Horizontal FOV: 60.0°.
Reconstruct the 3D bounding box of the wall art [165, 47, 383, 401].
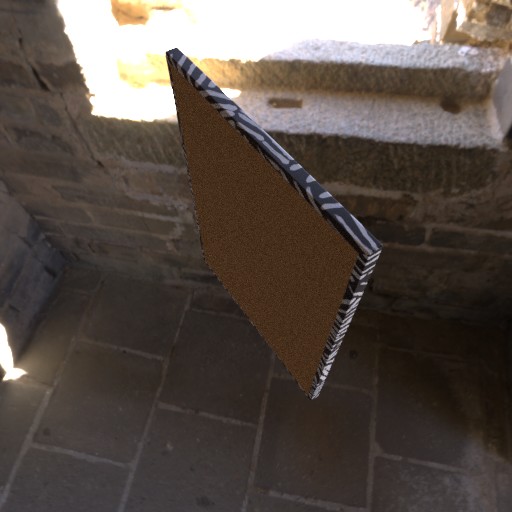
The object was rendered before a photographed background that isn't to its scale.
[{"bbox_3d":[0.000,0.000,1.407,0.038,1.017,0.765,-31,63,-18],"label":"wall art"}]
